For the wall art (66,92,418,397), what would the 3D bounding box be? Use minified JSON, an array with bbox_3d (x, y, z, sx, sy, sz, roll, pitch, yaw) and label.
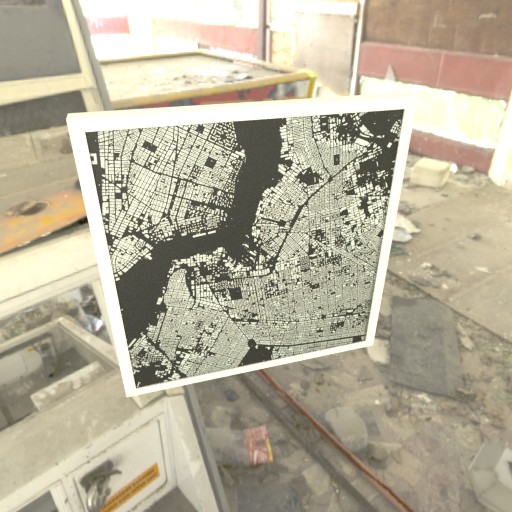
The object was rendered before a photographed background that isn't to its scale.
[{"bbox_3d":[0.000,0.000,1.144,0.761,0.762,0.050,-8,32,-14],"label":"wall art"}]
